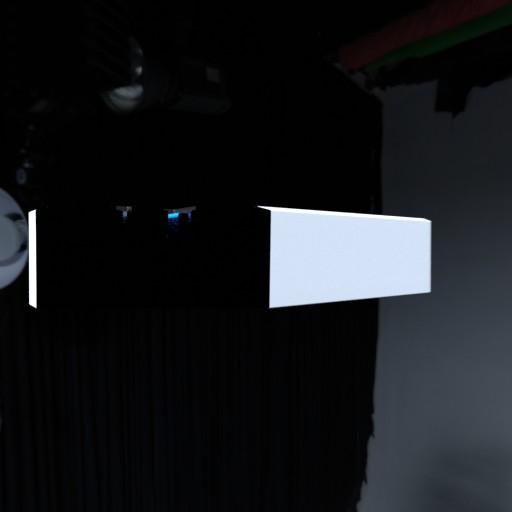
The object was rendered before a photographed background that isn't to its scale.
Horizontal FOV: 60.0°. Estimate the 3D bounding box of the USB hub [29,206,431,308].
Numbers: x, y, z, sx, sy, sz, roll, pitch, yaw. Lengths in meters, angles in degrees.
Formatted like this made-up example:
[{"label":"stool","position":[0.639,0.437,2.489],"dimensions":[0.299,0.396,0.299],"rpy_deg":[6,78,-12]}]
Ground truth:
[{"label":"USB hub","position":[0.000,0.000,0.125],"dimensions":[0.110,0.023,0.044],"rpy_deg":[0,1,-36]}]
